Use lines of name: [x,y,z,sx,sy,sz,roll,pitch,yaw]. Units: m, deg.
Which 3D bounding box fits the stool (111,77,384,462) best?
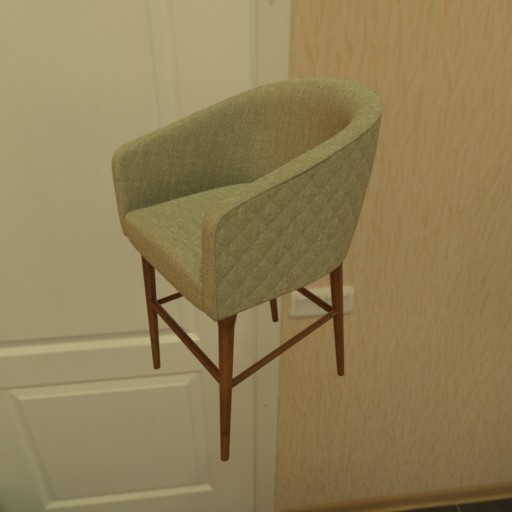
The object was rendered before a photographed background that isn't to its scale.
stool: [0.000,0.000,1.344,0.635,0.952,0.559,-20,35,-31]
